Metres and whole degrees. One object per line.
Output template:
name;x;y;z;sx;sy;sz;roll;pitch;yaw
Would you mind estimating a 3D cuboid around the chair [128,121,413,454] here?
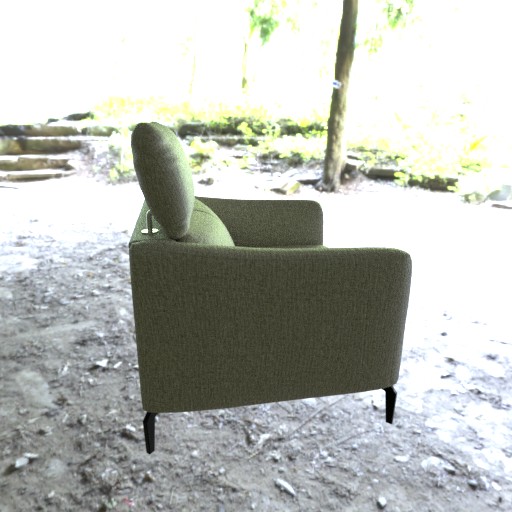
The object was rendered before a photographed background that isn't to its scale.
chair;0.000;0.000;1.665;0.835;0.967;0.972;-3;17;-10
